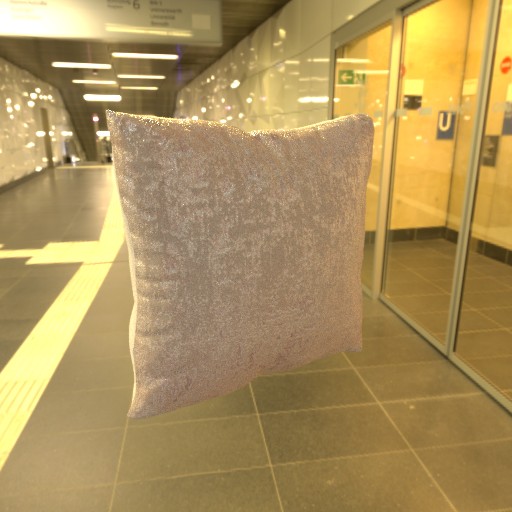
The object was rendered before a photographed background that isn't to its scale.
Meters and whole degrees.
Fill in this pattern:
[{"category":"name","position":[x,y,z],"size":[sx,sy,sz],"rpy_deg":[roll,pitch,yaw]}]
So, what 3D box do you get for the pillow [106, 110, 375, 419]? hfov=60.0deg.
[{"category":"pillow","position":[0.000,0.000,0.721],"size":[0.450,0.448,0.245],"rpy_deg":[-8,18,-27]}]
